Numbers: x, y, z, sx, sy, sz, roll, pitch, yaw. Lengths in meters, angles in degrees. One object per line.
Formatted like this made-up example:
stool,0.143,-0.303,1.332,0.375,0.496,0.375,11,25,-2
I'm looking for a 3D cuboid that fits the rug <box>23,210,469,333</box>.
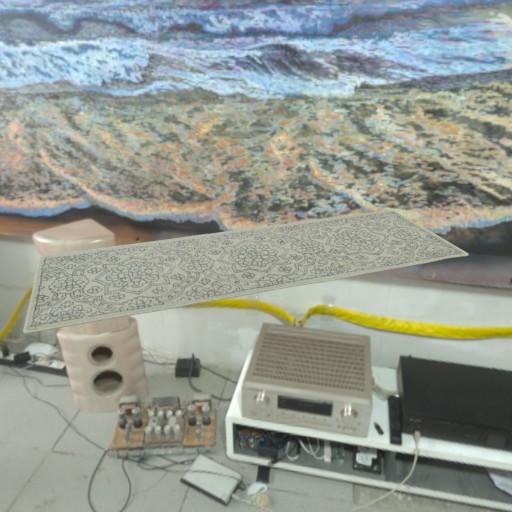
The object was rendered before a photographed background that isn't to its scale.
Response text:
rug,0.000,0.000,2.630,2.431,0.006,0.806,-9,28,-16
